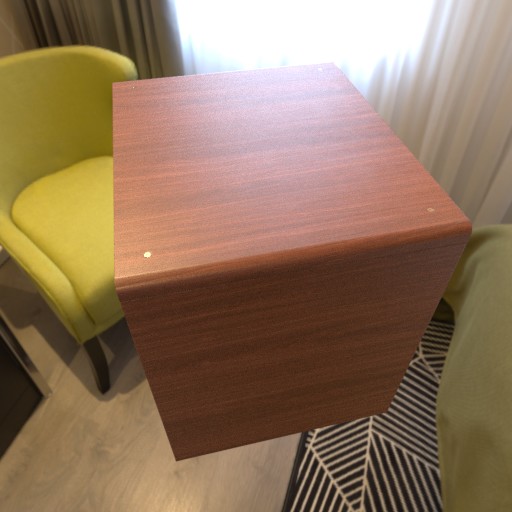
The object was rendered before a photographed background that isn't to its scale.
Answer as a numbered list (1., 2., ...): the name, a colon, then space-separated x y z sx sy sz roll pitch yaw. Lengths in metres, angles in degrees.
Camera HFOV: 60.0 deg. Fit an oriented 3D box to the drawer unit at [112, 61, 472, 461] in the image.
1. drawer unit: 0.000 0.000 0.587 0.290 0.351 0.349 -9 46 -9
